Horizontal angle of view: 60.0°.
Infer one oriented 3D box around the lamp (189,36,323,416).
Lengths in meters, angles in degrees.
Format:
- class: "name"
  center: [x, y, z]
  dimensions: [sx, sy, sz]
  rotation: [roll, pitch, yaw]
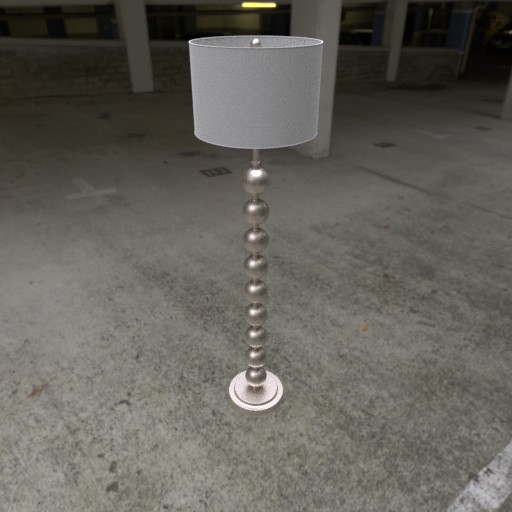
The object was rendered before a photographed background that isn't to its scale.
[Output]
- class: "lamp"
  center: [0.000, 0.000, 1.669]
  dimensions: [0.394, 1.474, 0.394]
  rotation: [-21, 36, -31]
